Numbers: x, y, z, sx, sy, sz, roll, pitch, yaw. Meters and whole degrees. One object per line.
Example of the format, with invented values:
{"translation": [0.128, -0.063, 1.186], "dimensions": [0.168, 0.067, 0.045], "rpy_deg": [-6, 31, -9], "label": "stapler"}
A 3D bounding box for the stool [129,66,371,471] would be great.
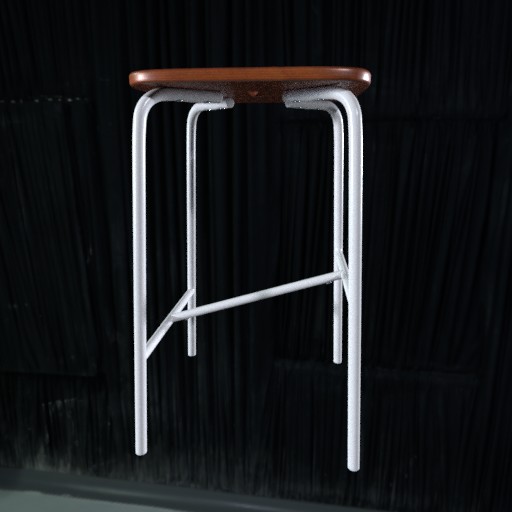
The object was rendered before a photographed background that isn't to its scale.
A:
{"translation": [0.000, 0.000, 0.836], "dimensions": [0.376, 0.610, 0.376], "rpy_deg": [2, 15, 6], "label": "stool"}
